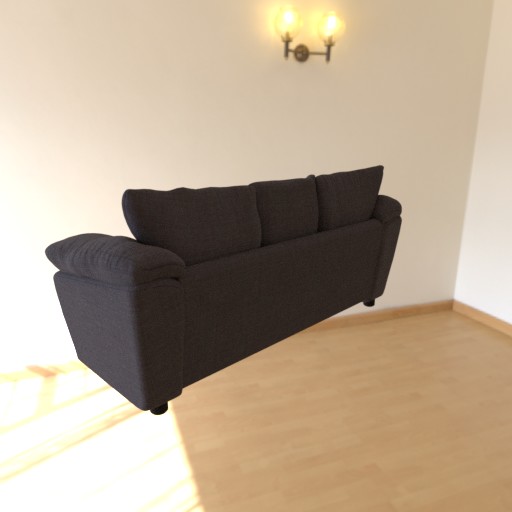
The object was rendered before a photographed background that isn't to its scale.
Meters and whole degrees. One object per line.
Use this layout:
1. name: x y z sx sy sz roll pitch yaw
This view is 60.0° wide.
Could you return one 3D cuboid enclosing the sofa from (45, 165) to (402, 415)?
1. sofa: 0.000 0.000 2.864 0.883 1.080 2.336 15 22 43
